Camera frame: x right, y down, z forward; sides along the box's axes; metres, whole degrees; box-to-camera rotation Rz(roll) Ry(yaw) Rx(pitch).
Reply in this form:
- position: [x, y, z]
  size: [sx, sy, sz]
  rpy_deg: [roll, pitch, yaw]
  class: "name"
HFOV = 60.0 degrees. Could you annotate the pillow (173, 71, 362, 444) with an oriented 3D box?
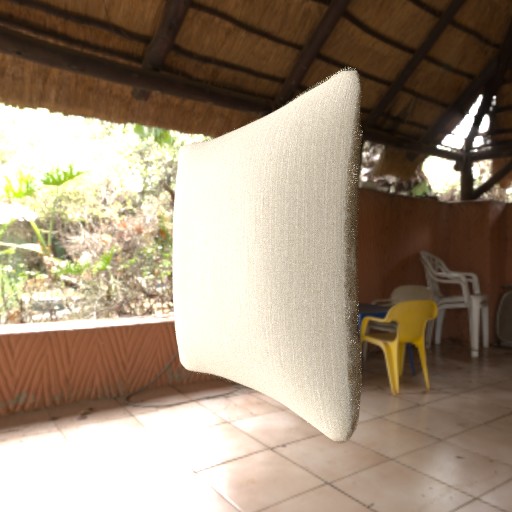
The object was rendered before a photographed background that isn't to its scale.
- position: [0.000, 0.000, 0.829]
  size: [0.216, 0.525, 0.538]
  rpy_deg: [1, -1, -36]
  class: "pillow"
